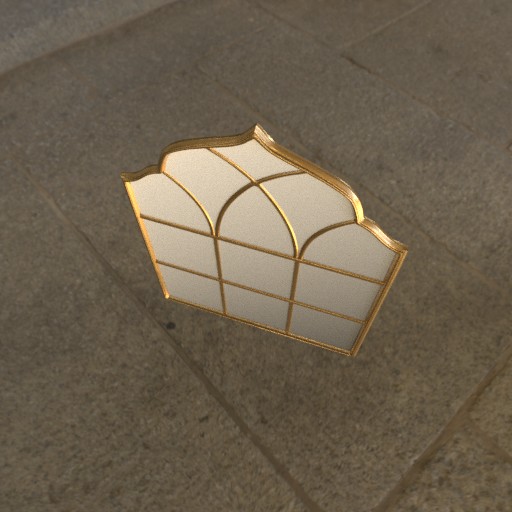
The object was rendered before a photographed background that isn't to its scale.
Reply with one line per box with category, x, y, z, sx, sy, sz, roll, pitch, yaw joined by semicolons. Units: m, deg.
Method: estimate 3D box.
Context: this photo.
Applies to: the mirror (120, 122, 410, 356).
mirror;0.000;0.000;0.863;0.513;0.635;0.018;16;58;10
